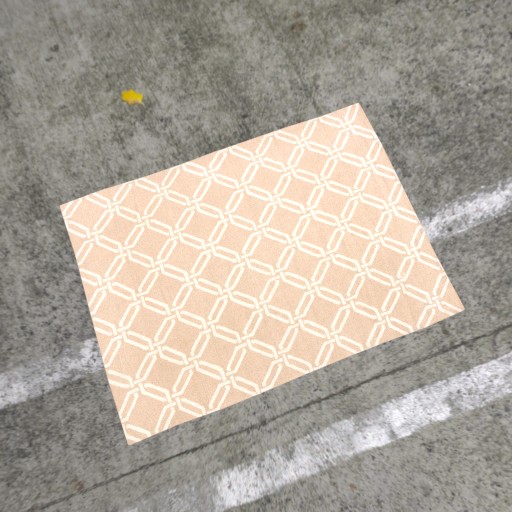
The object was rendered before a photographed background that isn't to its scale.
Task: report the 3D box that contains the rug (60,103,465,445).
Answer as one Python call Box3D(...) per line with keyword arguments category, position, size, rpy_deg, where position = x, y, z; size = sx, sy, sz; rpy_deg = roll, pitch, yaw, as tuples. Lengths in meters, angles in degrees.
Box3D(category="rug", position=(0.000, 0.000, 4.358), size=(3.365, 0.020, 2.452), rpy_deg=(-20, 75, -6))
